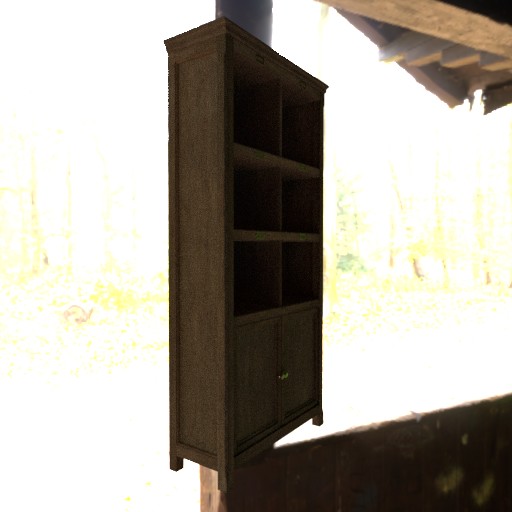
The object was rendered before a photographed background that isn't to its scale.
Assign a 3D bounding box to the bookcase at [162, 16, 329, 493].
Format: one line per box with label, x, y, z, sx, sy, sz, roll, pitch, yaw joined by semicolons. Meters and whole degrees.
bookcase;0.000;0.000;2.191;0.348;1.880;0.906;1;1;35
